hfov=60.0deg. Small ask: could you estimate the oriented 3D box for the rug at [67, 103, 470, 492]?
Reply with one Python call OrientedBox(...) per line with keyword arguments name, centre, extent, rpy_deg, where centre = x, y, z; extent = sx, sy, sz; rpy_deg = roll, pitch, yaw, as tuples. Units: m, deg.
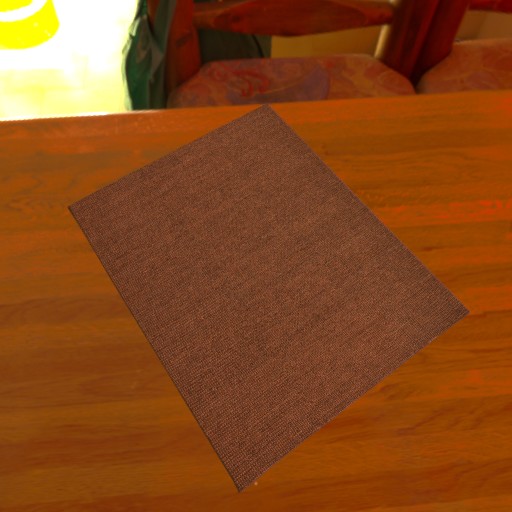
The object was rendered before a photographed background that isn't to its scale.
OrientedBox(name="rug", centre=(0.000, 0.000, 4.144), extent=(2.456, 0.021, 3.068), rpy_deg=(-32, 67, -15))
